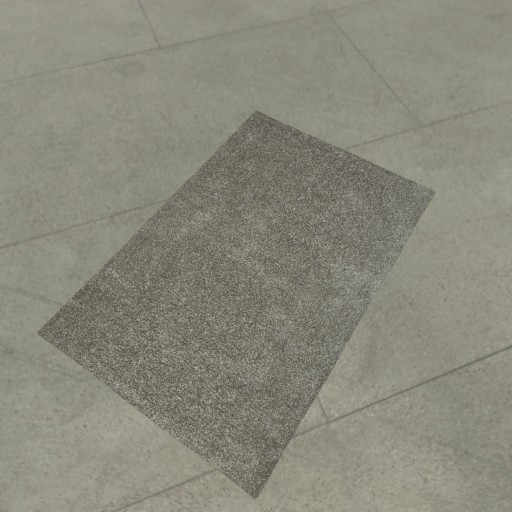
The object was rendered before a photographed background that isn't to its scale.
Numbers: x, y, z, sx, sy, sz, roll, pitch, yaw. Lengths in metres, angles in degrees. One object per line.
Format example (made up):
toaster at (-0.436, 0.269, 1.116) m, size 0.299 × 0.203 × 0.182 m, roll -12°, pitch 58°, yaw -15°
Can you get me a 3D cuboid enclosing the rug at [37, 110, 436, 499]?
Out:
rug at (0.000, 0.000, 3.360) m, size 1.802 × 0.026 × 2.699 m, roll 29°, pitch 63°, yaw 17°
